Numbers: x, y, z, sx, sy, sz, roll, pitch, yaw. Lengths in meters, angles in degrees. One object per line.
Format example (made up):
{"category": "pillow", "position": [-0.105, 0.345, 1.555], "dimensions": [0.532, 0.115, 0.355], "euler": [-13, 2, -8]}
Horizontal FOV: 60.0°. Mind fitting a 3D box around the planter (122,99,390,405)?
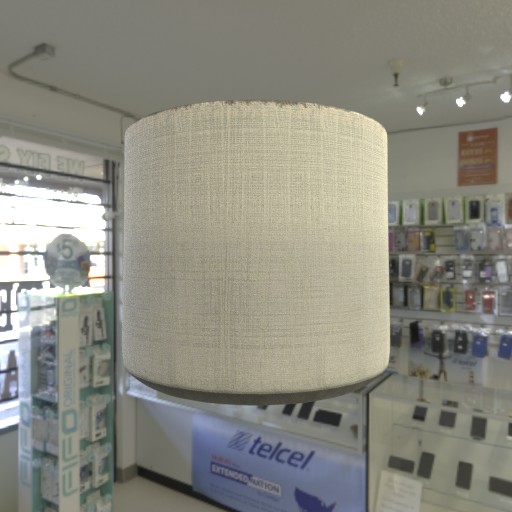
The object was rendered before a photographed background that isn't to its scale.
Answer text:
{"category": "planter", "position": [0.000, 0.000, 0.390], "dimensions": [0.226, 0.201, 0.226], "euler": [0, 0, 0]}
